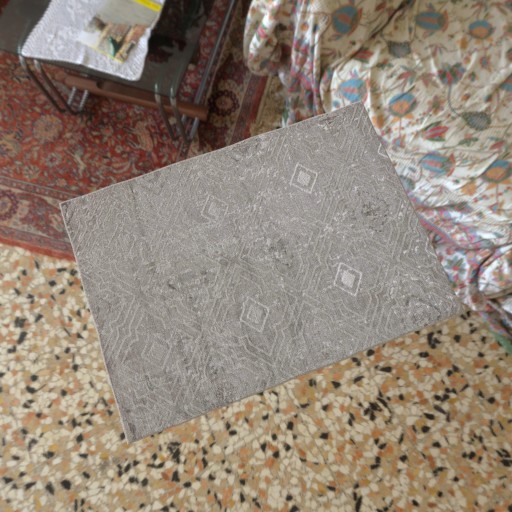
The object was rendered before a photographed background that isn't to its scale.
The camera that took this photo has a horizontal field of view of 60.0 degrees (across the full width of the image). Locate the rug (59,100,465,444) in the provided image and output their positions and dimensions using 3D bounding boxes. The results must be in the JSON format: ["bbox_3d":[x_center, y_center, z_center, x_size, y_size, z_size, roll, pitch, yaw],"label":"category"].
[{"bbox_3d":[0.000,0.000,4.362,3.359,0.020,2.448,-20,77,-5],"label":"rug"}]
